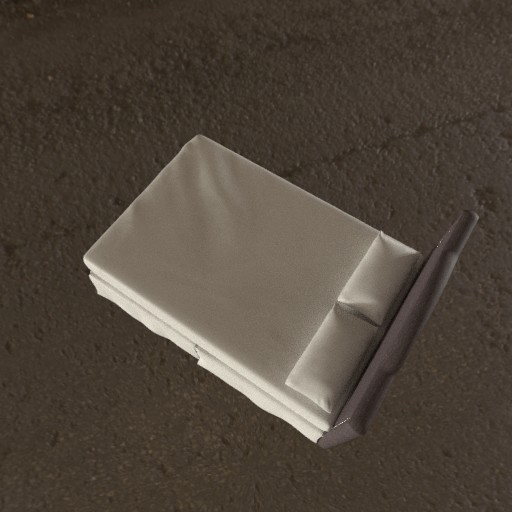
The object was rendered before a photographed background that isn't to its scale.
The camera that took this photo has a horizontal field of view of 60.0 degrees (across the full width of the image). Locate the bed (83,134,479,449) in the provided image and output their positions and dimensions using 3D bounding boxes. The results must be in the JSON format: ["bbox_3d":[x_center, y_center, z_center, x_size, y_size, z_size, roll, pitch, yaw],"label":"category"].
[{"bbox_3d":[0.000,0.000,3.541,2.507,1.441,1.741,31,68,14],"label":"bed"}]
